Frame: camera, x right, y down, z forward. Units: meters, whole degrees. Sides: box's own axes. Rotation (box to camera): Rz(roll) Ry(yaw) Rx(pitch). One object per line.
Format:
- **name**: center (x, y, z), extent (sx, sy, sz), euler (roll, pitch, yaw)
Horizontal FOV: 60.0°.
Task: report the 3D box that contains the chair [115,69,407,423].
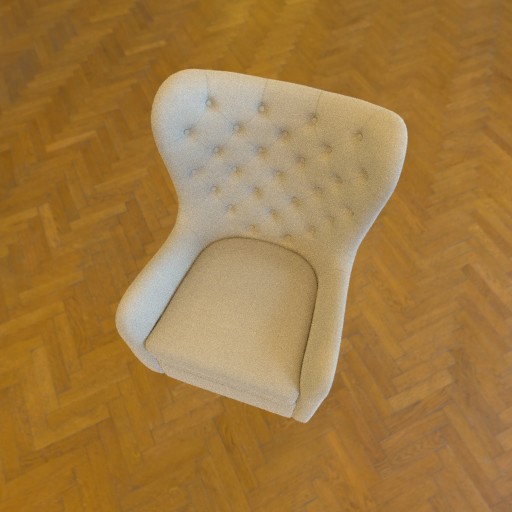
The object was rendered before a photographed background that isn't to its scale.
- **chair**: center (0.000, 0.000, 1.748), extent (0.831, 1.079, 0.929), euler (16, 60, 9)
